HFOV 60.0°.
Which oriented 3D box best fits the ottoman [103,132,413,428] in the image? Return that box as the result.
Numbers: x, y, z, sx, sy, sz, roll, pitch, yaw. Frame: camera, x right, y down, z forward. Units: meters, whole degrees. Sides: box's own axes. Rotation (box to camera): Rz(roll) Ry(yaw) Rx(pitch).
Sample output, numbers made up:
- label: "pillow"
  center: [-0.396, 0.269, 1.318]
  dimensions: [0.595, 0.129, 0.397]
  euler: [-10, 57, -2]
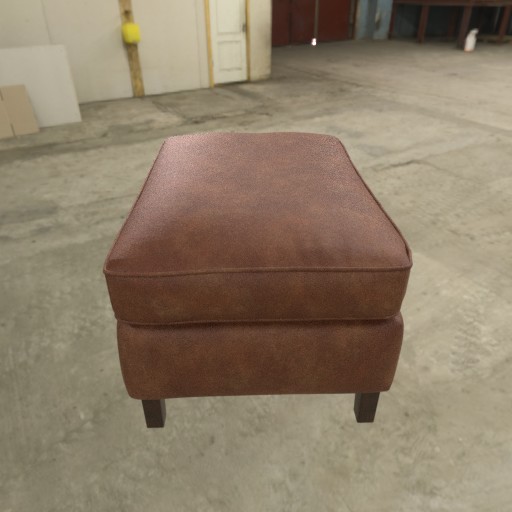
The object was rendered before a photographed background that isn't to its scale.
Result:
- label: "ottoman"
  center: [0.000, 0.000, 0.995]
  dimensions: [0.501, 0.418, 0.665]
  euler: [-1, 32, -1]
